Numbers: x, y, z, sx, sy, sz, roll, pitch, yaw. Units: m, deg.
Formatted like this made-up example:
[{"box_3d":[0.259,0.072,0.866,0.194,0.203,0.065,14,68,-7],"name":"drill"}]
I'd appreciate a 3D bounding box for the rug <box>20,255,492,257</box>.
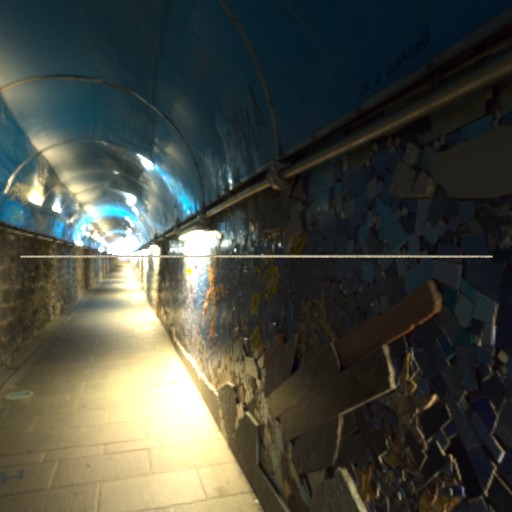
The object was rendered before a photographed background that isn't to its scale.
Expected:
[{"box_3d":[0.000,0.000,2.215,1.752,0.006,1.142,0,0,-1],"name":"rug"}]
